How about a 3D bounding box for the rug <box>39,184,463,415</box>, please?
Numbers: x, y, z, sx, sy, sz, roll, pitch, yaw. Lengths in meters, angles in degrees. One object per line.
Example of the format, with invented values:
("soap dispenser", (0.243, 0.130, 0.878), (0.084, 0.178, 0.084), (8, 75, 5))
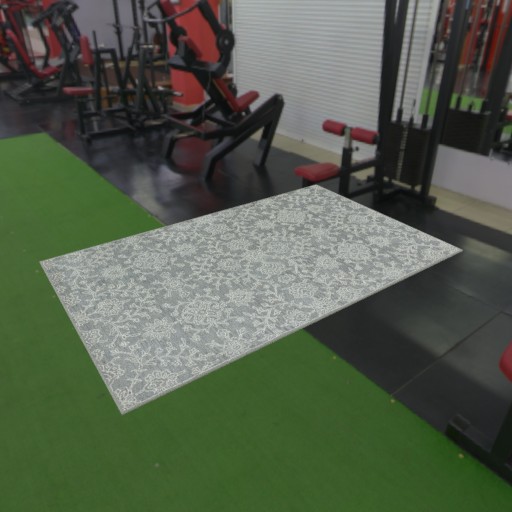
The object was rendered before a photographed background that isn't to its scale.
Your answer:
("rug", (0.000, 0.000, 2.992), (2.430, 0.010, 1.515), (-19, 35, -30))
